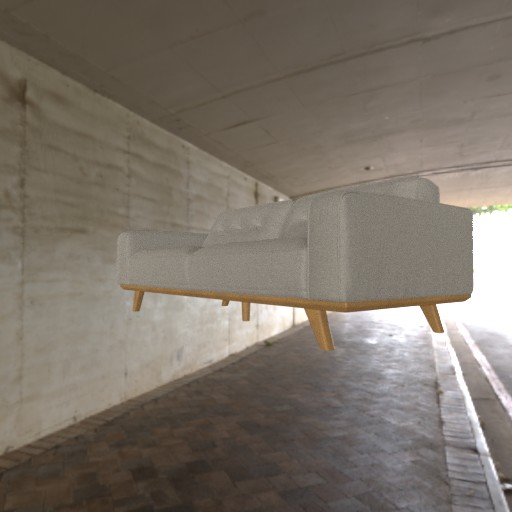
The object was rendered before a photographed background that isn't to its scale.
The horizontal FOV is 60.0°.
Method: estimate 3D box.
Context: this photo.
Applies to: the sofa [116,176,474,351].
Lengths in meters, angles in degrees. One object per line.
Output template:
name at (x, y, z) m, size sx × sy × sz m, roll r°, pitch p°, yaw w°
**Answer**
sofa at (0.000, 0.000, 2.709) m, size 0.956 × 0.781 × 2.270 m, roll 1°, pitch -2°, yaw -37°
